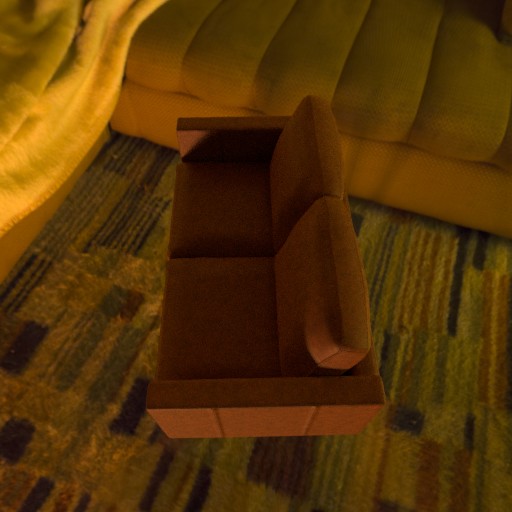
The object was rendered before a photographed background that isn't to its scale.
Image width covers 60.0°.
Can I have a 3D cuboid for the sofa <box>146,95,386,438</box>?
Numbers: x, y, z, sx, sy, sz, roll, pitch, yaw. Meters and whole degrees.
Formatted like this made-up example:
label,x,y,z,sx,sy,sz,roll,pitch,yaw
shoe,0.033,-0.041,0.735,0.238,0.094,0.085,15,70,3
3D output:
label,x,y,z,sx,sy,sz,roll,pitch,yaw
sofa,0.000,0.000,2.198,0.909,0.951,1.578,-1,57,-1
